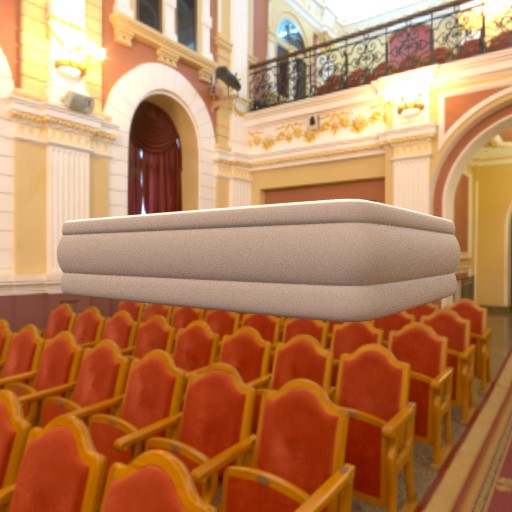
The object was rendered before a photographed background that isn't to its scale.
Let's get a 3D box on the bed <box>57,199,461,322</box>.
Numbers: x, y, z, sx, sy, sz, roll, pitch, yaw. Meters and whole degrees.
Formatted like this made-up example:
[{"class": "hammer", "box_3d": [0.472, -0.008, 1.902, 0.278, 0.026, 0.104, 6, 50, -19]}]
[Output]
[{"class": "bed", "box_3d": [0.000, 0.000, 2.652, 2.036, 0.460, 1.520, 0, 0, 36]}]
